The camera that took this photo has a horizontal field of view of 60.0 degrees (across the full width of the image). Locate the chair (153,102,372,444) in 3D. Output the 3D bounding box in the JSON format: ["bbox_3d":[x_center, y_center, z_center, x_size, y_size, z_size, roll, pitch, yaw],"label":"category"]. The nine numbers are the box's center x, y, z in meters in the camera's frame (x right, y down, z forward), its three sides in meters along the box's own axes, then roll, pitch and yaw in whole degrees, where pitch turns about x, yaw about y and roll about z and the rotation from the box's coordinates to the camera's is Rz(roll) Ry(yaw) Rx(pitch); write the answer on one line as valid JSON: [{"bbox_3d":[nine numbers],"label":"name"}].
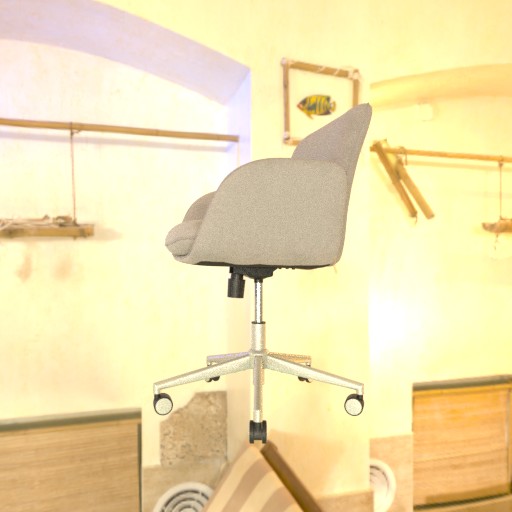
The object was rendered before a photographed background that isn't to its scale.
[{"bbox_3d":[0.000,0.000,1.441,0.654,0.959,0.648,0,0,-17],"label":"chair"}]
